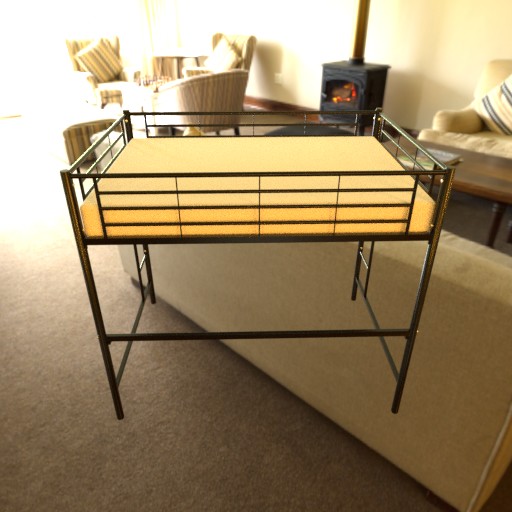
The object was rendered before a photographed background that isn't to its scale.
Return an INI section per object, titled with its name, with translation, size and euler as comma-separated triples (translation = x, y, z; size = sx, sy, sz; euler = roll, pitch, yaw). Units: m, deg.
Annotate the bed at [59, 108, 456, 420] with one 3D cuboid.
[bed]
translation = 0.000, 0.000, 3.255
size = 1.994, 1.803, 1.397
euler = -1, 30, -1
